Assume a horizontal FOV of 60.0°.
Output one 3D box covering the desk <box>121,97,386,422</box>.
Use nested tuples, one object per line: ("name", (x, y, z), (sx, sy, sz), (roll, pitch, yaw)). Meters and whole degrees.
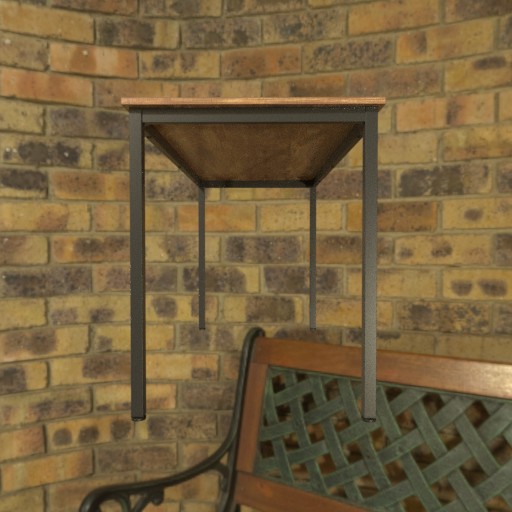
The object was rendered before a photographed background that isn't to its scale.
("desk", (0.000, 0.000, 1.609), (0.600, 0.749, 1.200), (0, 1, 1))
